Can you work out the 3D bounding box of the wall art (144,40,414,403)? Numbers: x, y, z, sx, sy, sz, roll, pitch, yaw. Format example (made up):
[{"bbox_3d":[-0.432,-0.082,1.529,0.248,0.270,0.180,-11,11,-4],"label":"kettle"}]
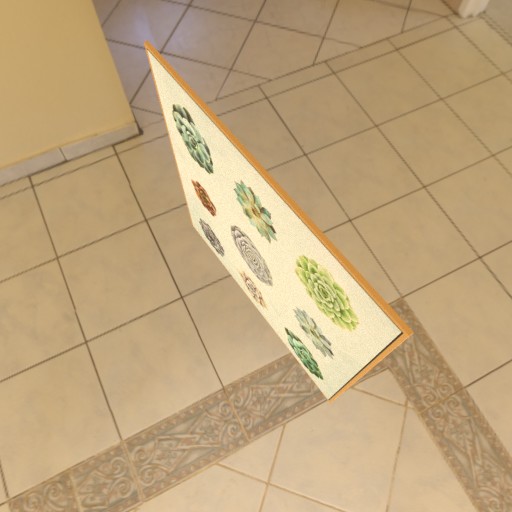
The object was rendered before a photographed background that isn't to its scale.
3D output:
[{"bbox_3d":[0.000,0.000,1.414,0.013,0.959,0.962,-34,69,-15],"label":"wall art"}]
